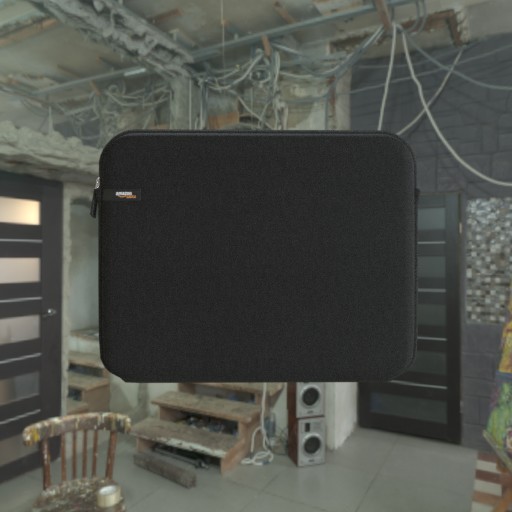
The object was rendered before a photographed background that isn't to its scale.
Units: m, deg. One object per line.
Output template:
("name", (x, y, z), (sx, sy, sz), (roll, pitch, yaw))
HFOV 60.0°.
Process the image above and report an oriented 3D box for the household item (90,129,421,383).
("household item", (0.000, 0.000, 0.537), (0.396, 0.305, 0.030), (0, 0, -1))
